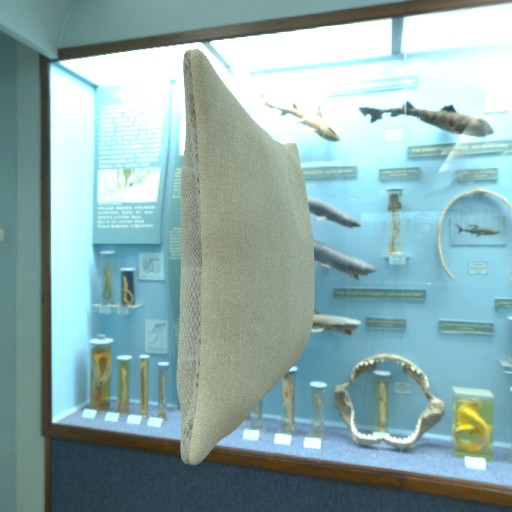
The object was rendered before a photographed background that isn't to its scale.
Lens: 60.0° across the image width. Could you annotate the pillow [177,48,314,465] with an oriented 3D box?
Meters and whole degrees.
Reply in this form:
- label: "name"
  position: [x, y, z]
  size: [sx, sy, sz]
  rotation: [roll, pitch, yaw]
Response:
- label: "pillow"
  position: [0.000, 0.000, 0.660]
  size: [0.138, 0.432, 0.436]
  rotation: [0, 1, 18]
